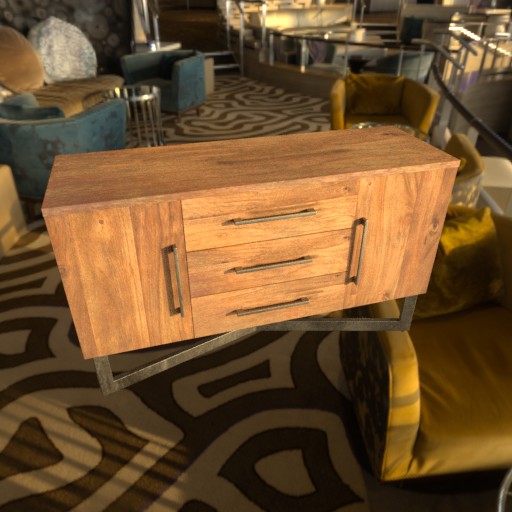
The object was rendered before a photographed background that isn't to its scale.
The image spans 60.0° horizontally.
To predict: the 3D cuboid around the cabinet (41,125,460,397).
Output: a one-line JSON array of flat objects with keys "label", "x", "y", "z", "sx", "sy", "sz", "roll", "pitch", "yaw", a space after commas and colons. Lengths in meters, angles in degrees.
[{"label": "cabinet", "x": 0.000, "y": 0.000, "z": 1.787, "sx": 1.373, "sy": 0.812, "sz": 0.480, "roll": -9, "pitch": 33, "yaw": -14}]
